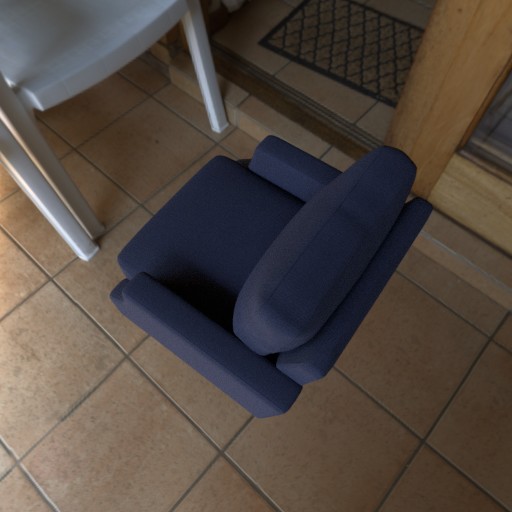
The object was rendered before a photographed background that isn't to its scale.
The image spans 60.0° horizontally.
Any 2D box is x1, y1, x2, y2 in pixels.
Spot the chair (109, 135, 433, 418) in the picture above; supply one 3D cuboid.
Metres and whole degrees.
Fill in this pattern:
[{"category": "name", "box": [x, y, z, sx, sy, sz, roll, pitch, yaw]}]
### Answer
[{"category": "chair", "box": [0.000, 0.000, 1.650, 0.897, 0.991, 0.855, 33, 67, 16]}]
